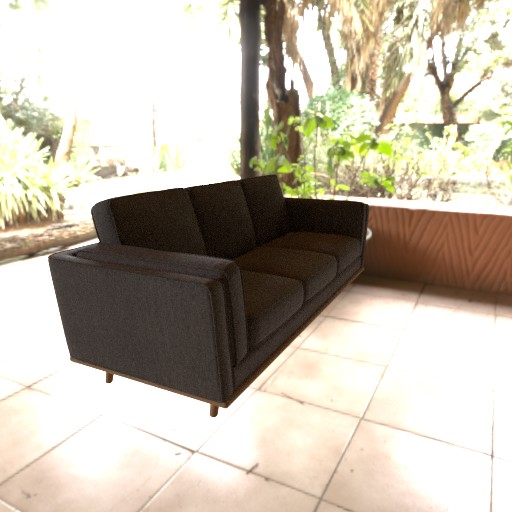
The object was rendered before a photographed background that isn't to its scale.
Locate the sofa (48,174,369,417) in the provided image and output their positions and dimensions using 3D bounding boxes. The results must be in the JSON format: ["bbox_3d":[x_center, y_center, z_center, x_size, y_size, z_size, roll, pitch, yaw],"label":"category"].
[{"bbox_3d":[0.000,0.000,2.784,0.903,0.899,2.362,7,16,26],"label":"sofa"}]
